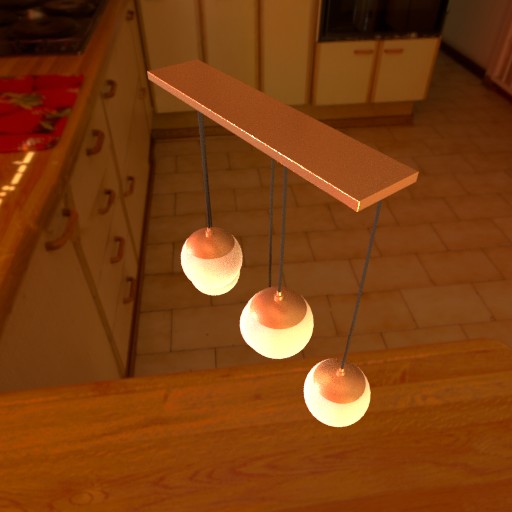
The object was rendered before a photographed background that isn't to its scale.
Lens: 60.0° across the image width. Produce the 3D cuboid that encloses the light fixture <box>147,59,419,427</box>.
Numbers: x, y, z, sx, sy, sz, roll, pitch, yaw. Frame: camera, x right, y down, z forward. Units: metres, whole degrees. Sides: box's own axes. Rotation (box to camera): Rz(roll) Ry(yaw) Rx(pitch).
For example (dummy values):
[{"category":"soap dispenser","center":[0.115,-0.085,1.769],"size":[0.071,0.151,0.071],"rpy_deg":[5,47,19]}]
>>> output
[{"category":"light fixture","center":[0.000,0.000,1.283],"size":[0.299,0.869,0.863],"rpy_deg":[-27,48,-27]}]
